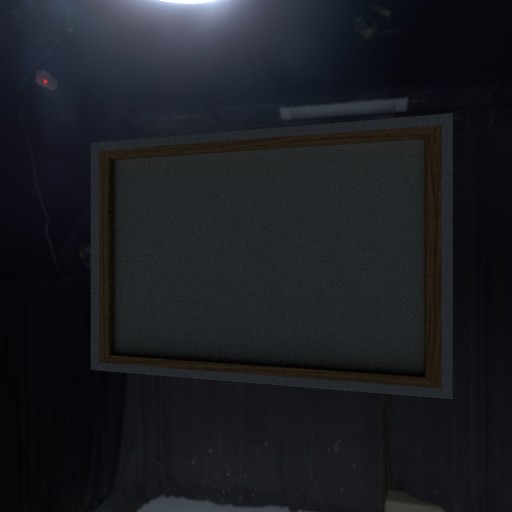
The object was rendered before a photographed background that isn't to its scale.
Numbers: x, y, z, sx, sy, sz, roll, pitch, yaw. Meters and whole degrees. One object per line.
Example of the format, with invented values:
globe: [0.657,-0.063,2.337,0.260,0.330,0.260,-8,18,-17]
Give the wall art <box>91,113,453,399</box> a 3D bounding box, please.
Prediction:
wall art: [0.000,0.000,0.471,0.381,0.259,0.038,0,0,16]
